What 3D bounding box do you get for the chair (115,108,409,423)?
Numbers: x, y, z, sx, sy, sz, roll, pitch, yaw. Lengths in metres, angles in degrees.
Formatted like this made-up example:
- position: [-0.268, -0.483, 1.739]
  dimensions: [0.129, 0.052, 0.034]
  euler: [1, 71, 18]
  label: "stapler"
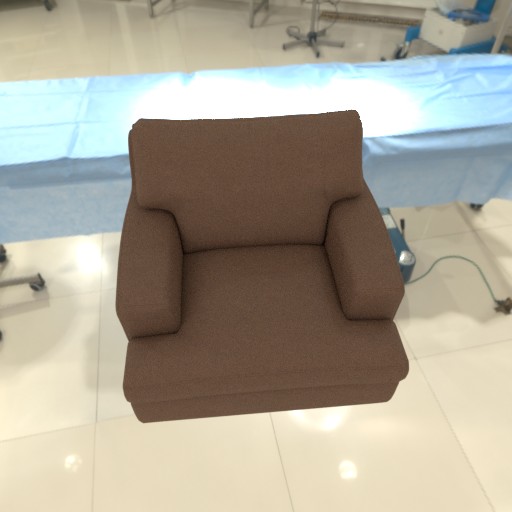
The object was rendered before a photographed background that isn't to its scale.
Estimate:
- position: [0.000, 0.000, 1.968]
  dimensions: [1.168, 0.940, 1.143]
  euler: [-4, 47, -3]
  label: "chair"
